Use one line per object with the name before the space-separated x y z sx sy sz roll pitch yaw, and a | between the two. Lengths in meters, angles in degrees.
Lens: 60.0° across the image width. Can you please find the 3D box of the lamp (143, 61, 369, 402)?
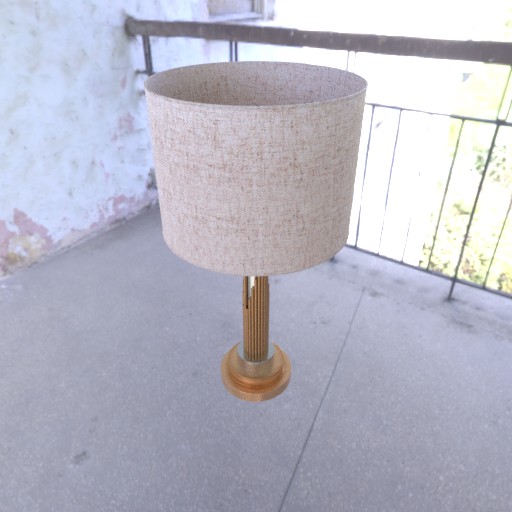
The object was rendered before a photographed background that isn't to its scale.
lamp | 0.000 0.000 0.809 0.321 0.610 0.321 21 38 29
